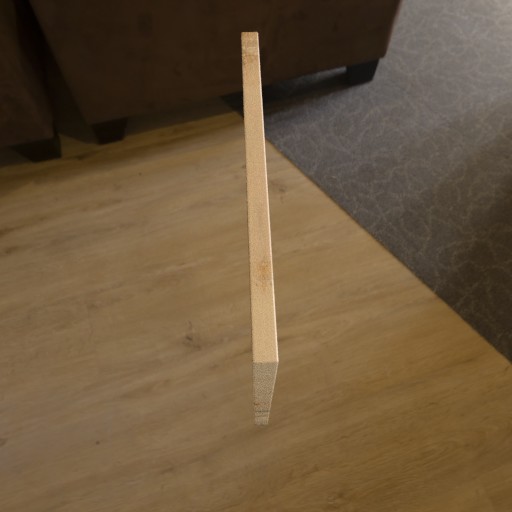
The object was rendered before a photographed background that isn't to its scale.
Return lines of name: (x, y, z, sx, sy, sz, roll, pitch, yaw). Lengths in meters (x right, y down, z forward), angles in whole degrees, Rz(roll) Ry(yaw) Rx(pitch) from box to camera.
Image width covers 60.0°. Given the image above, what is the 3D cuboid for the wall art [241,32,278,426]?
wall art: (0.000, 0.000, 1.166, 0.038, 0.755, 0.753, -2, 62, -1)
